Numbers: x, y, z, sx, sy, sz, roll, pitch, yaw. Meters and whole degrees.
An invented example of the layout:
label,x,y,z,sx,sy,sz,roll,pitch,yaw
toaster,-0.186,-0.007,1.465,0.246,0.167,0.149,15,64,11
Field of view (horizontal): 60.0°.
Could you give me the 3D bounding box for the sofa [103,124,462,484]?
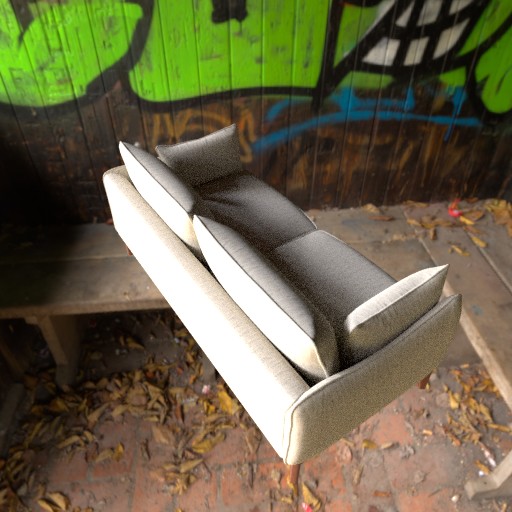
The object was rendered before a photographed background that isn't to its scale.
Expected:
label,x,y,z,sx,sy,sz,roll,pitch,yaw
sofa,0.000,0.000,2.444,0.991,0.860,1.989,-24,46,-25
